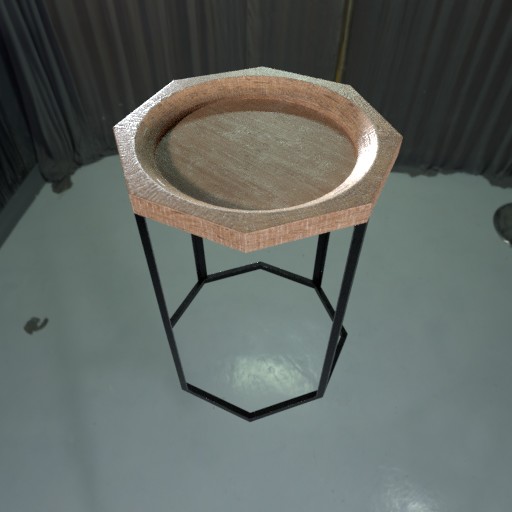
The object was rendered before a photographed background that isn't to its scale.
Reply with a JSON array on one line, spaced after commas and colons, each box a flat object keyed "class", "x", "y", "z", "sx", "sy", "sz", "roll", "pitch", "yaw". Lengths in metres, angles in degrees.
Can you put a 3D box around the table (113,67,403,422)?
[{"class": "table", "x": 0.000, "y": 0.000, "z": 0.870, "sx": 0.437, "sy": 0.553, "sz": 0.437, "roll": 2, "pitch": 48, "yaw": 2}]
